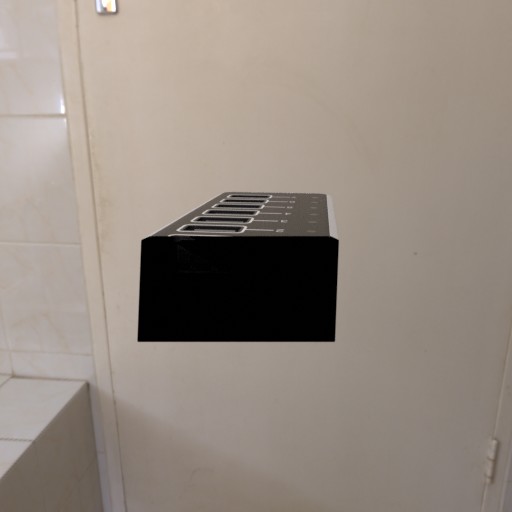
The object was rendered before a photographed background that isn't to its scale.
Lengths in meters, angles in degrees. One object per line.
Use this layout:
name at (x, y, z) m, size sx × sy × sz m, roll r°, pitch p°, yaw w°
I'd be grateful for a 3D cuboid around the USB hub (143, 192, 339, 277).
USB hub at (0.000, 0.000, 0.127) m, size 0.044 × 0.023 × 0.110 m, roll 2°, pitch 16°, yaw 8°
